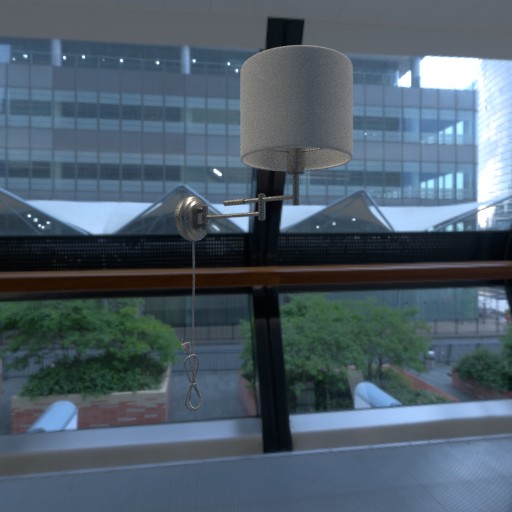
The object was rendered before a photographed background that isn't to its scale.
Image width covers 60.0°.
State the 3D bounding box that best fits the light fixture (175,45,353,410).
[{"bbox_3d":[0.000,0.000,1.076,0.479,0.842,0.253,0,0,36],"label":"light fixture"}]
